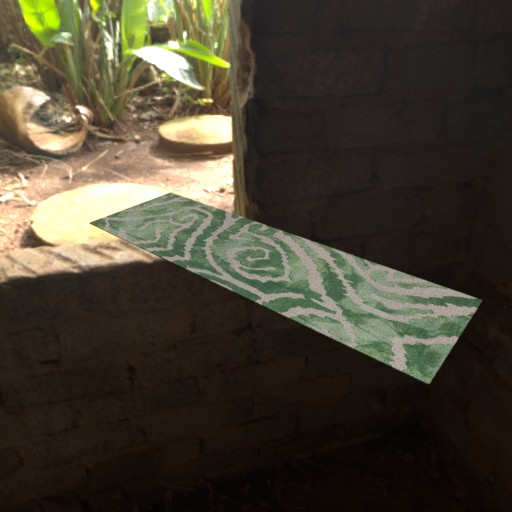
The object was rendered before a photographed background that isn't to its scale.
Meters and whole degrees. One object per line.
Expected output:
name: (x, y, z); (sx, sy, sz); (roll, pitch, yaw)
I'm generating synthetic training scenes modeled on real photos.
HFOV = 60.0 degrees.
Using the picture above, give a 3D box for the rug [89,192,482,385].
rug: (0.000, 0.000, 2.732); (2.438, 0.006, 0.761); (22, 36, 33)
